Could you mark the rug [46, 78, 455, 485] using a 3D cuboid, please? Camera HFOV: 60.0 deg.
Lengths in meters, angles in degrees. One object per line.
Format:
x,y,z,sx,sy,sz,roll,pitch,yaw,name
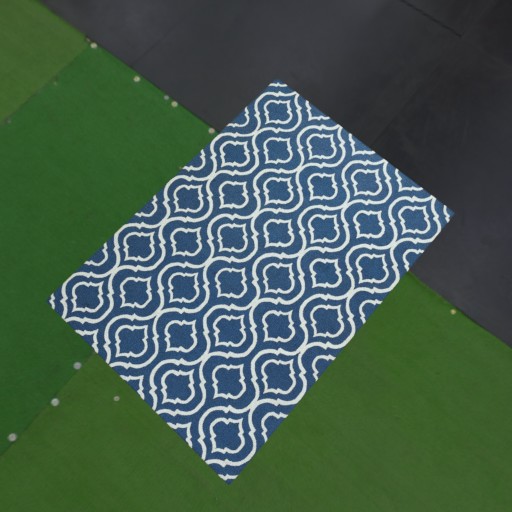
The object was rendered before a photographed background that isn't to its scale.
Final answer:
0.000,0.000,2.771,1.524,0.010,2.134,41,78,10,rug
